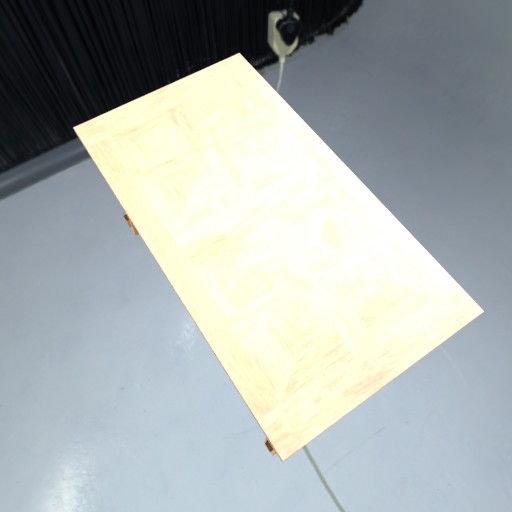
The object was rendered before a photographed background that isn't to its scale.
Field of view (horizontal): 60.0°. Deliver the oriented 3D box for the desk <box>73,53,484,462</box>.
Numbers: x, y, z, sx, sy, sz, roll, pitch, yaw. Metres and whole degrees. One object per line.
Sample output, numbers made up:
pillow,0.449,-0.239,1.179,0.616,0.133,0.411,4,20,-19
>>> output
desk,0.000,0.000,1.983,0.813,0.762,1.499,-31,67,-15
